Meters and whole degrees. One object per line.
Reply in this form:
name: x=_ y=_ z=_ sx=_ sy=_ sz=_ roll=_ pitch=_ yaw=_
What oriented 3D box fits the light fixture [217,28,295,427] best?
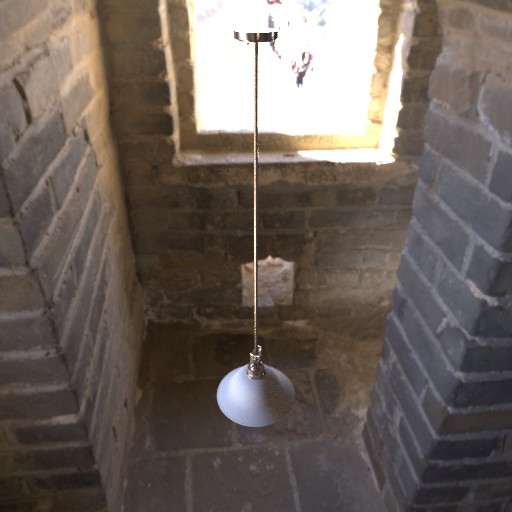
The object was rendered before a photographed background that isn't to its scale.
light fixture: x=0.000 y=0.000 z=1.485 sx=0.324 sy=1.354 sz=0.324 roll=21 pitch=38 yaw=30
